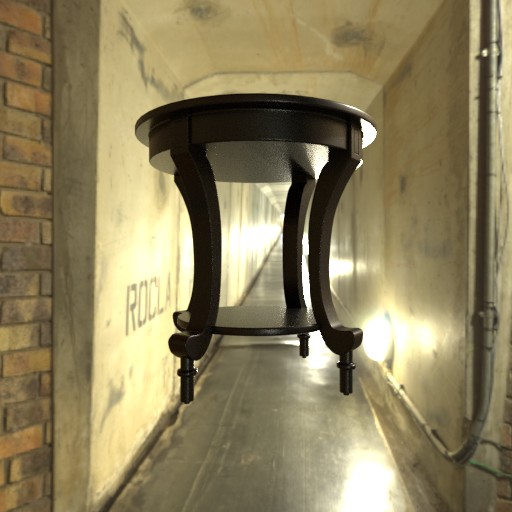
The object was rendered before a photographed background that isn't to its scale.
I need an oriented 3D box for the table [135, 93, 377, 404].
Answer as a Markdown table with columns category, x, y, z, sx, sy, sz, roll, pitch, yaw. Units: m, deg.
| category | x | y | z | sx | sy | sz | roll | pitch | yaw |
| --- | --- | --- | --- | --- | --- | --- | --- | --- | --- |
| table | 0.000 | 0.000 | 1.133 | 0.597 | 0.618 | 0.597 | 0 | 0 | 0 |
